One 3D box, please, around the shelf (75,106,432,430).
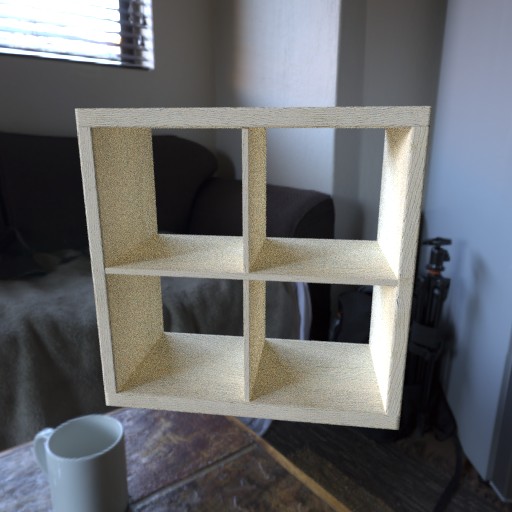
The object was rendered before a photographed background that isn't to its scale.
[{"bbox_3d":[0.000,0.000,1.264,0.790,0.786,0.390,2,16,7],"label":"shelf"}]
